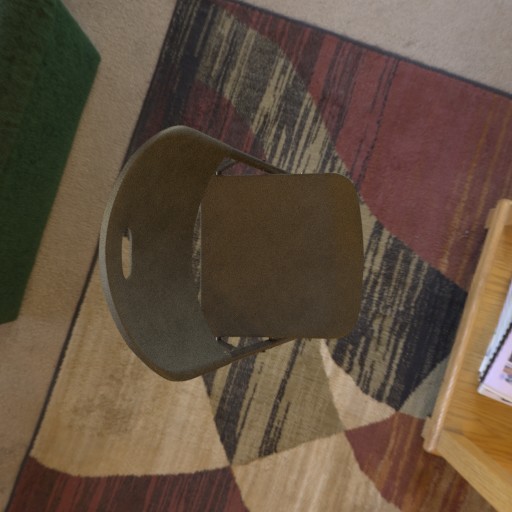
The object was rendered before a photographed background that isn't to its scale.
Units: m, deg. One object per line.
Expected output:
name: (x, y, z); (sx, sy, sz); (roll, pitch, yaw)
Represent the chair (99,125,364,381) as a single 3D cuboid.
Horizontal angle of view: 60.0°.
chair: (0.000, 0.000, 1.180); (0.566, 0.810, 0.494); (0, 89, -1)
